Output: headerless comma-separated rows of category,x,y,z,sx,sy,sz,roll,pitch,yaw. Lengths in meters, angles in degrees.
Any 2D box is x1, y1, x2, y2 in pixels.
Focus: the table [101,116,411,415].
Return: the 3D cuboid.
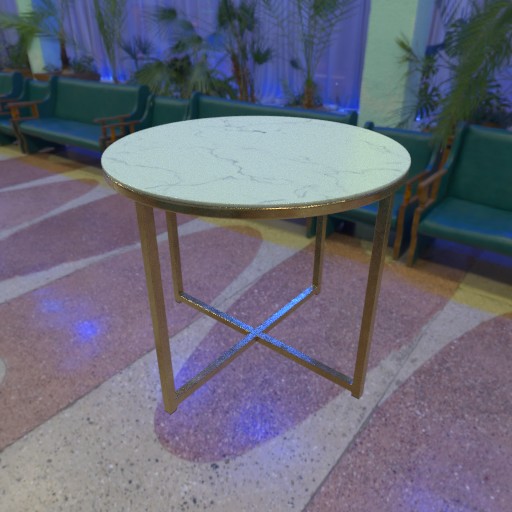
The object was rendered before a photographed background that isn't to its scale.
table,0.000,0.000,0.849,0.500,0.420,0.500,0,29,0
